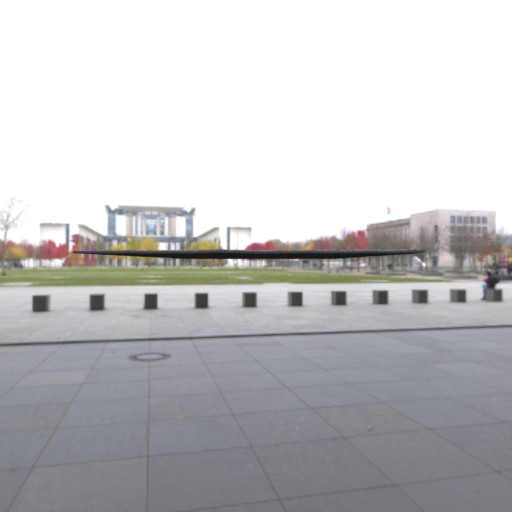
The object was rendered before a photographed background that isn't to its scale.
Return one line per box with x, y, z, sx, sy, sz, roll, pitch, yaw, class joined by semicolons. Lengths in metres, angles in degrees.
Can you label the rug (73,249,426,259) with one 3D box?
0.000;0.000;1.073;0.515;0.007;0.867;0;-1;2;rug
